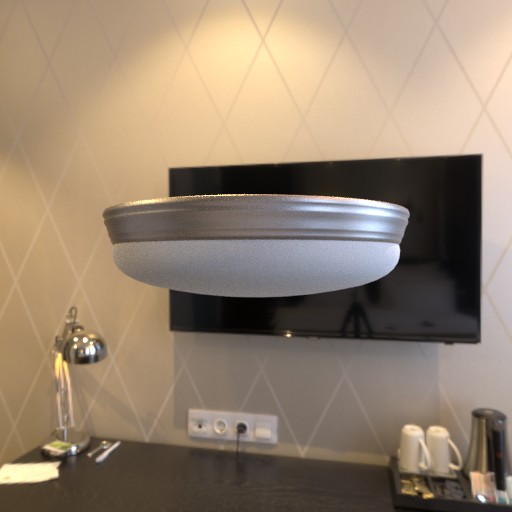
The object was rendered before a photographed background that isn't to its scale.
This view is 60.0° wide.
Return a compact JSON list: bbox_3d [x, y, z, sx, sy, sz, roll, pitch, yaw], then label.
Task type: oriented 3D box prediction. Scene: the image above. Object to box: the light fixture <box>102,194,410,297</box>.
[{"bbox_3d":[0.000,0.000,0.561,0.368,0.100,0.368,0,-1,0],"label":"light fixture"}]
